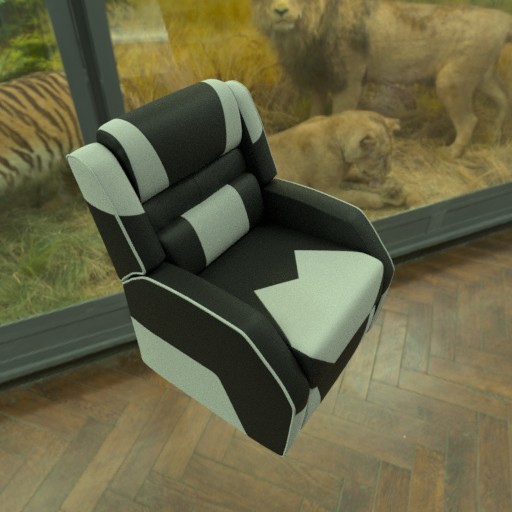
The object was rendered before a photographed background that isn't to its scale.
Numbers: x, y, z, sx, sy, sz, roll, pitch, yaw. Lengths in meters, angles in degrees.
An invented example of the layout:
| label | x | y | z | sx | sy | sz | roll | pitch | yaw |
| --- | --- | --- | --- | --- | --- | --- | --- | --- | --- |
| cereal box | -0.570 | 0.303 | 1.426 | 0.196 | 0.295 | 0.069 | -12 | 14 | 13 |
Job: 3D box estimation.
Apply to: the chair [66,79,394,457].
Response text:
| label | x | y | z | sx | sy | sz | roll | pitch | yaw |
| --- | --- | --- | --- | --- | --- | --- | --- | --- | --- |
| chair | 0.000 | 0.000 | 1.304 | 0.672 | 0.805 | 0.620 | 25 | 46 | 26 |
